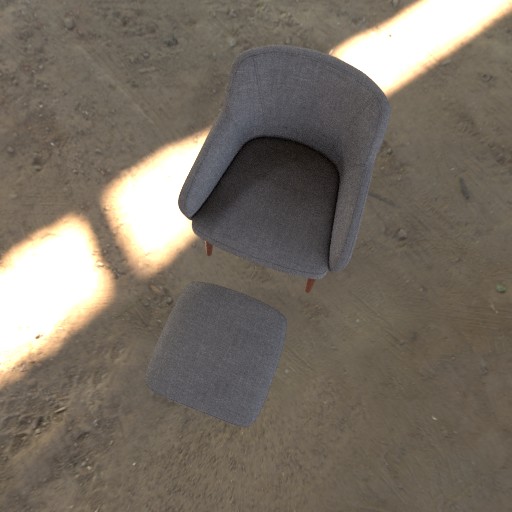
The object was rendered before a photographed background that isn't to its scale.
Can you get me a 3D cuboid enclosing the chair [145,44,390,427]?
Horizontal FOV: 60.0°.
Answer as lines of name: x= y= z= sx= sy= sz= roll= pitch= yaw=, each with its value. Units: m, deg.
chair: x=0.000 y=0.000 z=1.542 sx=0.584 sy=0.799 sz=1.107 roll=20 pitch=77 yaw=5
